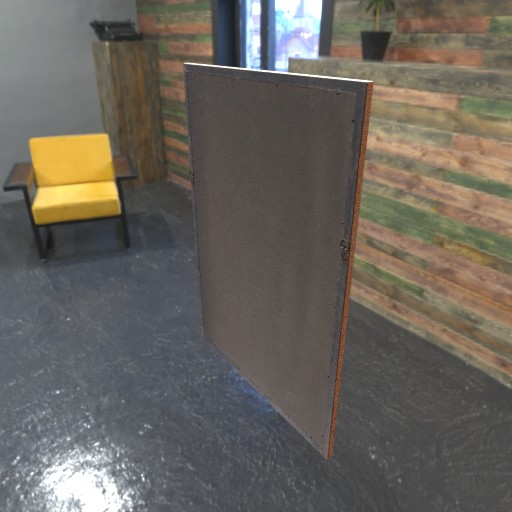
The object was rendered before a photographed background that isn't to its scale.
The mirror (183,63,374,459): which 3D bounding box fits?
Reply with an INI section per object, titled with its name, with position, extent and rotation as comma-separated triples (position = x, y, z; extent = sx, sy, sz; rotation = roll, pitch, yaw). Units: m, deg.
[mirror]
position = 0.000, 0.000, 1.284
extent = 0.025, 0.996, 0.705
rotation = -18, 32, -32
